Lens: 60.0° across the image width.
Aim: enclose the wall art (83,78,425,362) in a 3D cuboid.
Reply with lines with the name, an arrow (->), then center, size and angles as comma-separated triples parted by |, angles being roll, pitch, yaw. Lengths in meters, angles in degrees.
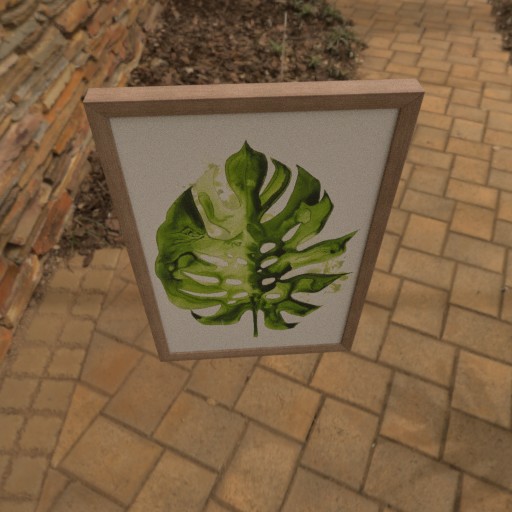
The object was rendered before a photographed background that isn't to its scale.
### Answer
wall art -> 0.000, 0.000, 0.653 | 0.356, 0.509, 0.031 | -3, 46, -3
